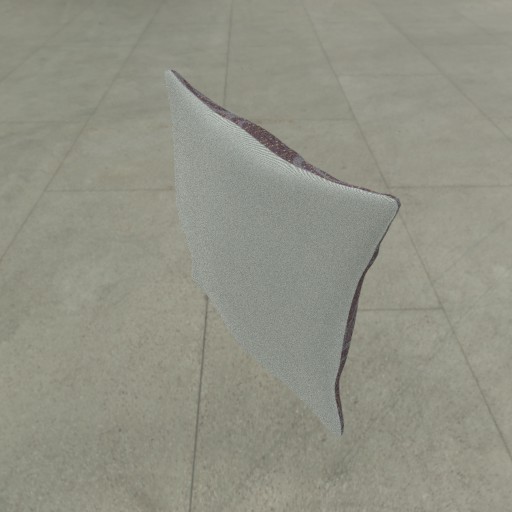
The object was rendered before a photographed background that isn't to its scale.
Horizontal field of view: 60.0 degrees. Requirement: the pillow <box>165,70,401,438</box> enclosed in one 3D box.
[{"bbox_3d":[0.000,0.000,0.790,0.163,0.513,0.514,-26,47,-27],"label":"pillow"}]
